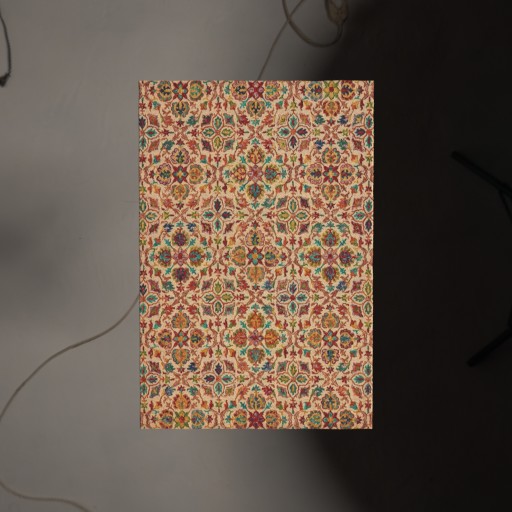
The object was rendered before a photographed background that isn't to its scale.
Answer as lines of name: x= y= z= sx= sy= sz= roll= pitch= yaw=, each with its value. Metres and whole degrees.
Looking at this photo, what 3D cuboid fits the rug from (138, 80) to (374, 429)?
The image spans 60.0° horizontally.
rug: x=0.000 y=0.000 z=2.922 sx=1.541 sy=0.018 sz=2.297 roll=0 pitch=91 yaw=0
